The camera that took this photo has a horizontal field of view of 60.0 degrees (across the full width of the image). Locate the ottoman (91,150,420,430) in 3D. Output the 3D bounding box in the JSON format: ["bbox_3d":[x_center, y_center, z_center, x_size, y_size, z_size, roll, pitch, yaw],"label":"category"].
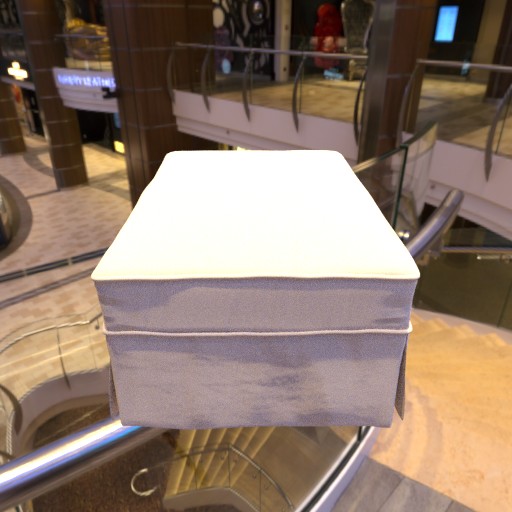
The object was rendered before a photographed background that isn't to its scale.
[{"bbox_3d":[0.000,0.000,1.334,0.703,0.479,0.944,0,28,-1],"label":"ottoman"}]
